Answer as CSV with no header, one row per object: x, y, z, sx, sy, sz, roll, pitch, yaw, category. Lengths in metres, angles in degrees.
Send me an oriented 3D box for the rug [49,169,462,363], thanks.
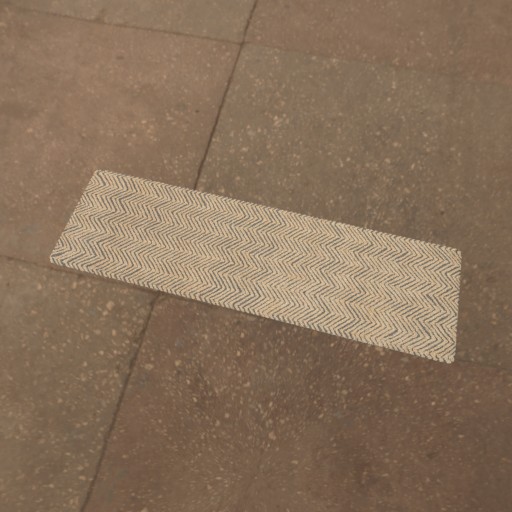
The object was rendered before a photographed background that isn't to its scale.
0.000,0.000,2.553,2.286,0.008,0.686,13,64,7,rug
